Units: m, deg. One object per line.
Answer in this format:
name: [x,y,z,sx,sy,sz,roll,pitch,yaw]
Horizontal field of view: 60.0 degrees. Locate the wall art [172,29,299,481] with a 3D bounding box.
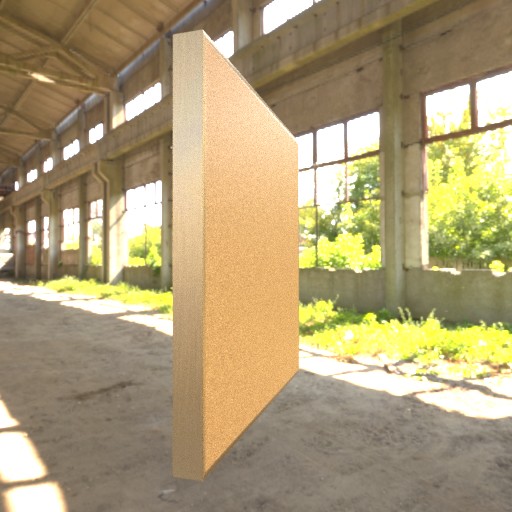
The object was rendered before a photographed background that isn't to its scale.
wall art: [0.000,0.000,0.750,0.038,0.511,0.513,0,0,18]
